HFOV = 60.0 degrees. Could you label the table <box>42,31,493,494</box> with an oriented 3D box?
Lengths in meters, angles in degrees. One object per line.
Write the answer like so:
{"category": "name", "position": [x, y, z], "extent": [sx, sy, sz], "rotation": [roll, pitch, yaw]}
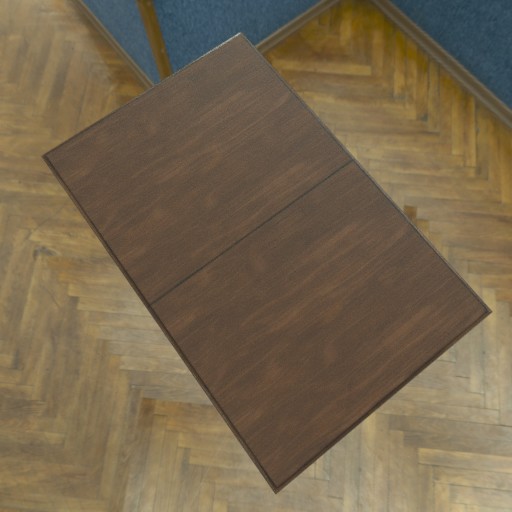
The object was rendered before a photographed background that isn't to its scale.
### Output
{"category": "table", "position": [0.000, 0.000, 2.039], "extent": [0.990, 0.761, 1.524], "rotation": [-36, 78, -9]}
